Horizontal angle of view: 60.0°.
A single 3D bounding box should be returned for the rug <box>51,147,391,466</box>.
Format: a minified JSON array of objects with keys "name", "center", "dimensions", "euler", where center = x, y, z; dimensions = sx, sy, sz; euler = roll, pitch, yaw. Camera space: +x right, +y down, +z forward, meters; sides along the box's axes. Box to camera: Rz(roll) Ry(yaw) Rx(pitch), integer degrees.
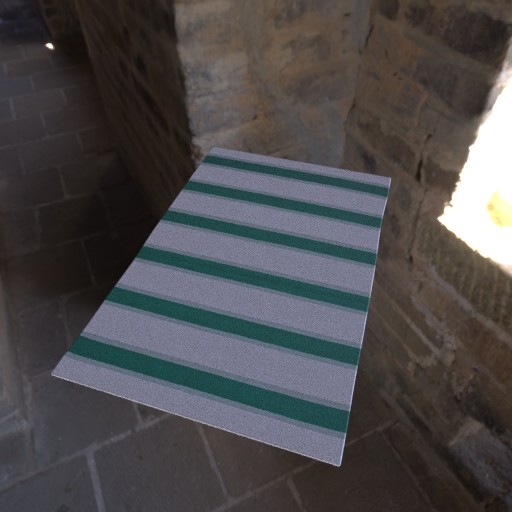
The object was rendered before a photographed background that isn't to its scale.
[{"name":"rug","center":[0.000,0.000,2.321],"dimensions":[1.210,0.012,1.829],"euler":[13,47,12]}]
